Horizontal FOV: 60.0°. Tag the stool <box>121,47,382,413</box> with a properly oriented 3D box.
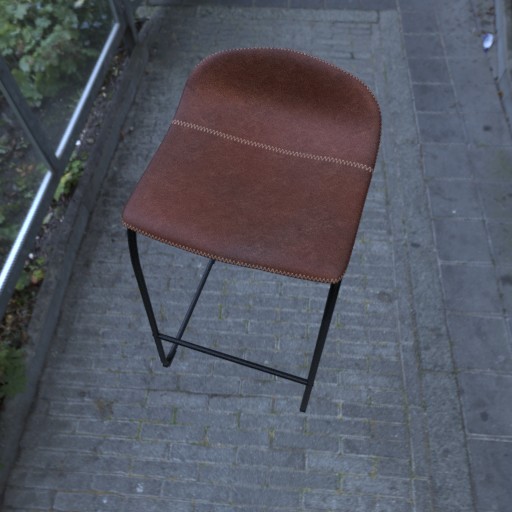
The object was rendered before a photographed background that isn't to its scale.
[{"bbox_3d":[0.000,0.000,1.102,0.454,0.830,0.473,15,60,9],"label":"stool"}]
